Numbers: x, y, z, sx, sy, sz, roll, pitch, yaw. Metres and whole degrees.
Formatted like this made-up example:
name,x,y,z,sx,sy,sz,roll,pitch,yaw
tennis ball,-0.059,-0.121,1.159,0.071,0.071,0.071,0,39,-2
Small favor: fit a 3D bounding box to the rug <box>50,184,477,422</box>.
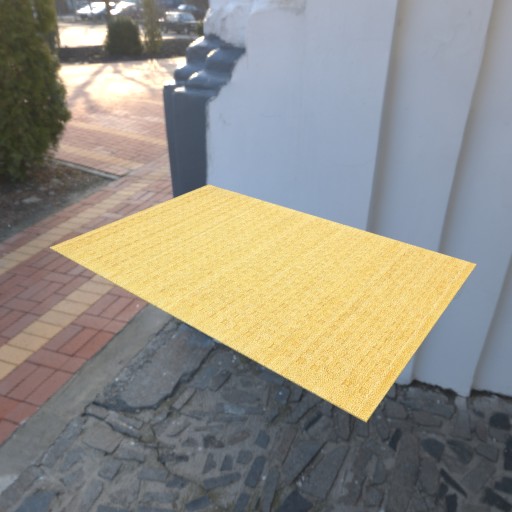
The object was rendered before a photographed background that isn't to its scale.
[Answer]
name,x,y,z,sx,sy,sz,roll,pitch,yaw
rug,0.000,0.000,2.845,2.286,0.006,1.524,21,36,33
